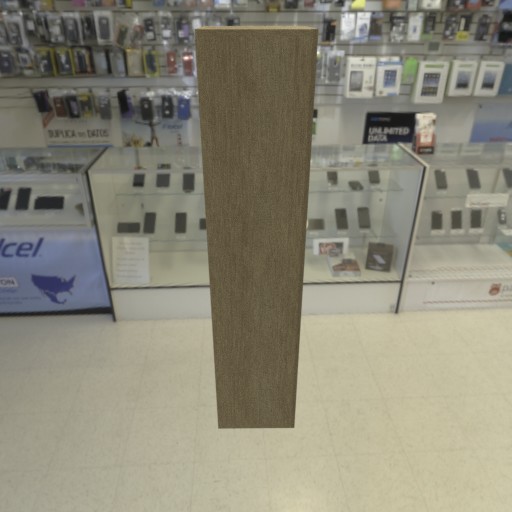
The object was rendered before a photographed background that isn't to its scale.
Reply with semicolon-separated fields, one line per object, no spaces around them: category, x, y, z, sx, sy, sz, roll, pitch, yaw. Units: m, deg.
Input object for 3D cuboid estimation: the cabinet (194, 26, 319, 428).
cabinet;0.000;0.000;1.527;0.300;1.400;0.270;0;29;-1
